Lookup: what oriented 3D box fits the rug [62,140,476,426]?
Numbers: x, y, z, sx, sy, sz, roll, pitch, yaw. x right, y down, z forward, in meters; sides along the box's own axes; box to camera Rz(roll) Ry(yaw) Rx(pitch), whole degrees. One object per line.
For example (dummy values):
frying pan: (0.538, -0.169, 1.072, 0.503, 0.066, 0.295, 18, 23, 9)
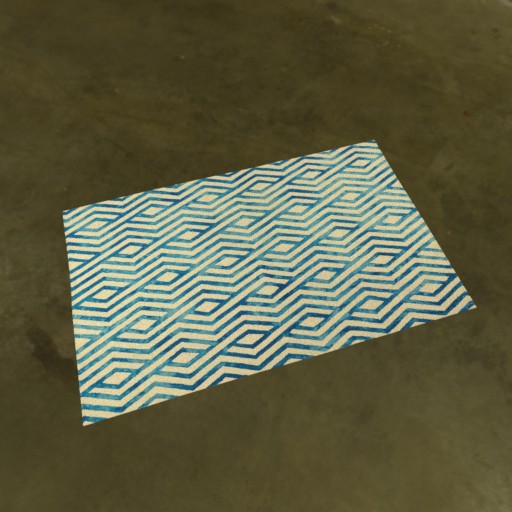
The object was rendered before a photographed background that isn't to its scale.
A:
rug: (0.000, 0.000, 2.985, 2.439, 0.008, 1.531, -15, 60, -9)
